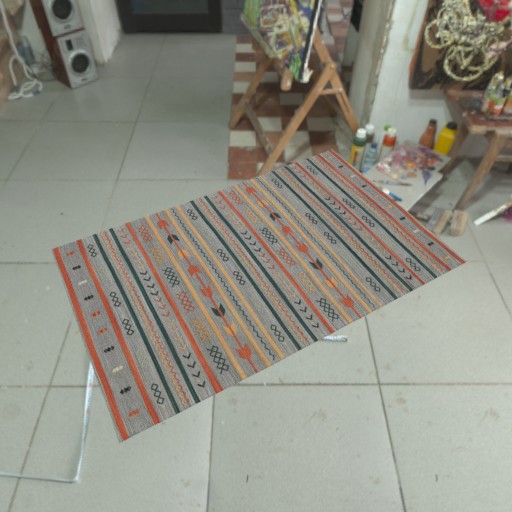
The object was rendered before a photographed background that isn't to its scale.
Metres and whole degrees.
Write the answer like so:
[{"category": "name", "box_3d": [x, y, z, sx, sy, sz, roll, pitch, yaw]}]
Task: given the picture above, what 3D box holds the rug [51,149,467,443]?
[{"category": "rug", "box_3d": [0.000, 0.000, 3.063, 2.439, 0.029, 1.537, -23, 52, -19]}]
